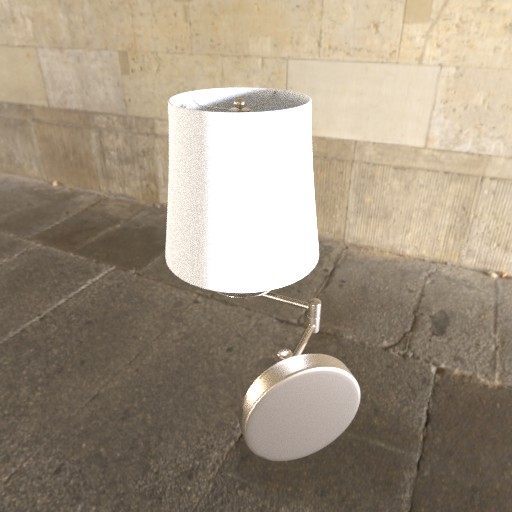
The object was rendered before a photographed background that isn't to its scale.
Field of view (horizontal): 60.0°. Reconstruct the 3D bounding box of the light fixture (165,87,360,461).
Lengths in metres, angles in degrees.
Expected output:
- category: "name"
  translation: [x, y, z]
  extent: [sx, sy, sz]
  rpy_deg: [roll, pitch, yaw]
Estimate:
- category: "light fixture"
  translation: [0.000, 0.000, 0.590]
  extent: [0.223, 0.381, 0.348]
  rpy_deg: [-9, 30, -16]
